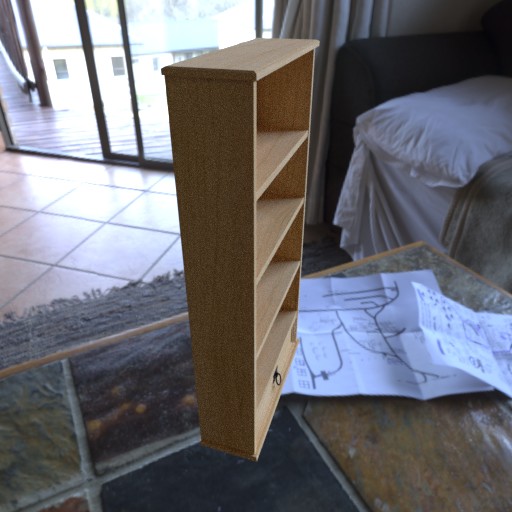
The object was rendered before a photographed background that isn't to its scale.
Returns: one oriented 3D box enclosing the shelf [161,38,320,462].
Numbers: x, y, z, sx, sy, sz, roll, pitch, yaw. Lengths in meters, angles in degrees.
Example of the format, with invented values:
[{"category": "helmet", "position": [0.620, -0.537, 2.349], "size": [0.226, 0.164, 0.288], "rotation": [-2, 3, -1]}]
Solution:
[{"category": "shelf", "position": [0.000, 0.000, 1.216], "size": [0.175, 1.030, 0.520], "rotation": [10, 33, 15]}]
